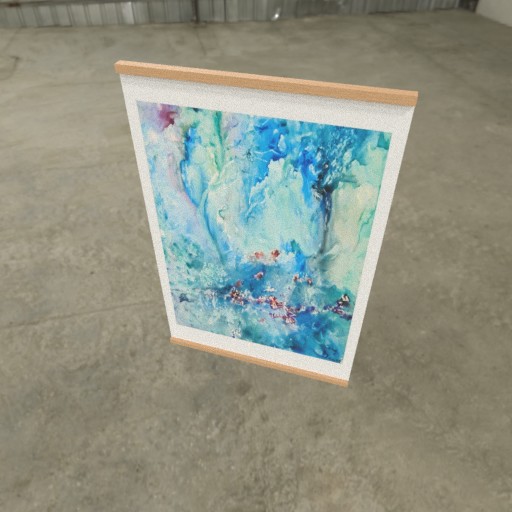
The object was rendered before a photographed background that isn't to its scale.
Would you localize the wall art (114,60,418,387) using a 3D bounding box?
[{"bbox_3d":[0.000,0.000,0.770,0.401,0.611,0.016,11,42,13],"label":"wall art"}]
